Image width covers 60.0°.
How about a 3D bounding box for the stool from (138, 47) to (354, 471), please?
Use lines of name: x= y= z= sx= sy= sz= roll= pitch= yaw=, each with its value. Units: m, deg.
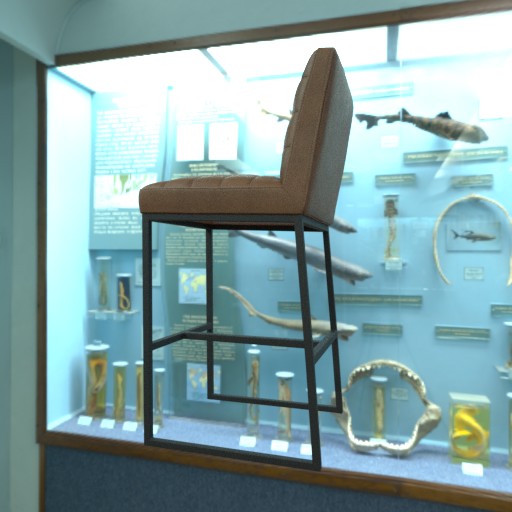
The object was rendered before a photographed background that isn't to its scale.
stool: x=0.000 y=0.000 z=1.347 sx=0.556 sy=1.040 sz=0.458 roll=0 pitch=0 yaw=18
